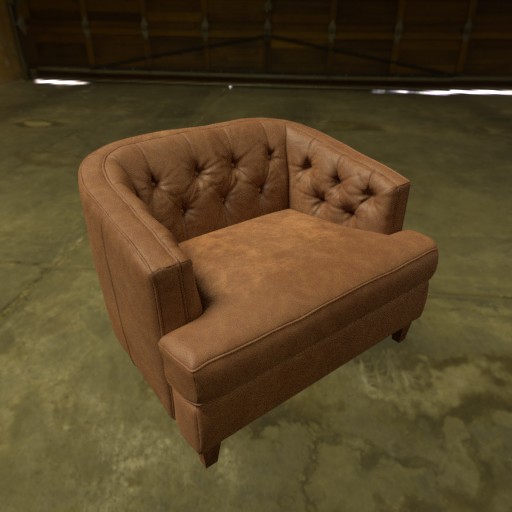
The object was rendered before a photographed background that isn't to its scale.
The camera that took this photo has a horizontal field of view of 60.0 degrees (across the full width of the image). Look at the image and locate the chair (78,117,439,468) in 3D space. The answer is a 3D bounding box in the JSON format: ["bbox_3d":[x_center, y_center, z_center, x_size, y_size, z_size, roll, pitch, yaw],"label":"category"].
[{"bbox_3d":[0.000,0.000,1.713,1.119,0.836,0.911,-21,36,-32],"label":"chair"}]
